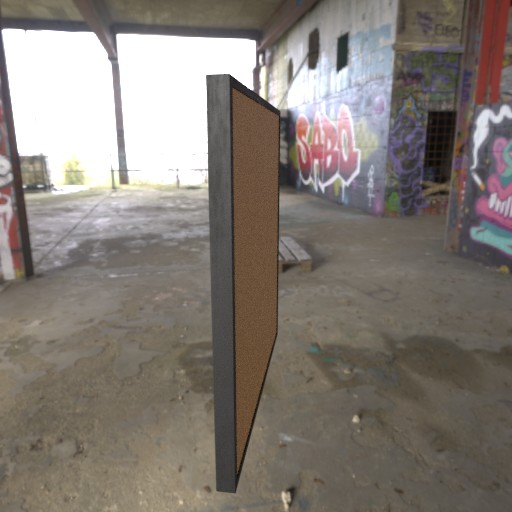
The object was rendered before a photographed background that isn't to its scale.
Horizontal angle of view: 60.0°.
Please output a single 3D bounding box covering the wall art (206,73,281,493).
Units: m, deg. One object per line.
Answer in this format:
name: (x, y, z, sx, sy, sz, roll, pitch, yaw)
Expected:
wall art: (0.000, 0.000, 1.137, 0.039, 0.763, 0.763, 2, 14, 9)
